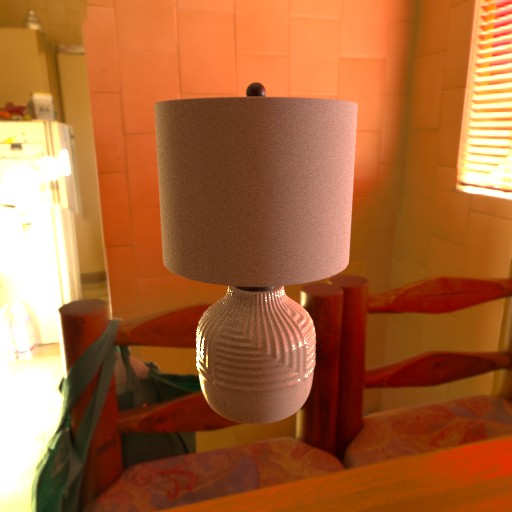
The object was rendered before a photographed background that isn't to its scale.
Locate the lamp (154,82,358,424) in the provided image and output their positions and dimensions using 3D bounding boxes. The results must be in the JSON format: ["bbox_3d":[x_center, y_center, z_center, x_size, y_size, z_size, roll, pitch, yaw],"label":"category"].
[{"bbox_3d":[0.000,0.000,0.773,0.318,0.567,0.318,0,15,0],"label":"lamp"}]
